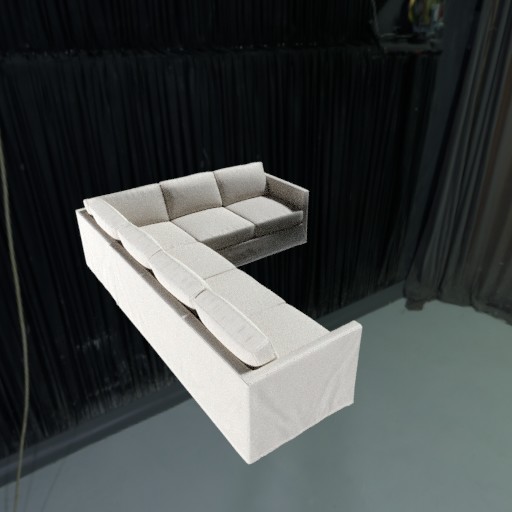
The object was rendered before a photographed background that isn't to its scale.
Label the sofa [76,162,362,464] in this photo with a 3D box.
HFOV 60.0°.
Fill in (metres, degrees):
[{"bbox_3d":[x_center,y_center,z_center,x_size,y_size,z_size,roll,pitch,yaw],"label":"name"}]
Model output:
[{"bbox_3d":[0.000,0.000,4.284,2.432,0.871,3.182,-19,33,-32],"label":"sofa"}]
